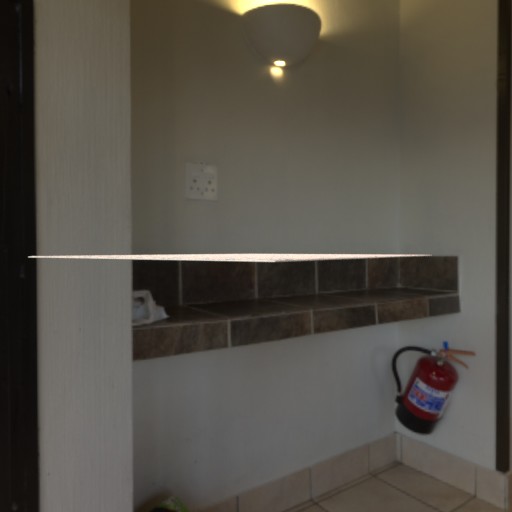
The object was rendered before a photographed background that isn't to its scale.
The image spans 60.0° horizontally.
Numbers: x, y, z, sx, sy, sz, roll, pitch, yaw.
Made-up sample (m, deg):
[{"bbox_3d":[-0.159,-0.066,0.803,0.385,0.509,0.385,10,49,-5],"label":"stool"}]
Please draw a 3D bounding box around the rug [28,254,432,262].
[{"bbox_3d":[0.000,0.000,4.074,2.363,0.012,2.980,1,1,36],"label":"rug"}]
